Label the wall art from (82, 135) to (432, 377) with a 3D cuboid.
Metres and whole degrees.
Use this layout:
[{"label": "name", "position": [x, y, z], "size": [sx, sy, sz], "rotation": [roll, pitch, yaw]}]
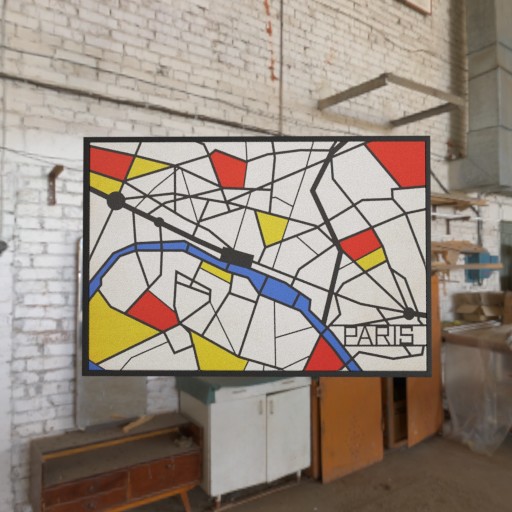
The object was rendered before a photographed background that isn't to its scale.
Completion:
[{"label": "wall art", "position": [0.000, 0.000, 1.231], "size": [0.963, 0.665, 0.013], "rotation": [0, -1, 1]}]
